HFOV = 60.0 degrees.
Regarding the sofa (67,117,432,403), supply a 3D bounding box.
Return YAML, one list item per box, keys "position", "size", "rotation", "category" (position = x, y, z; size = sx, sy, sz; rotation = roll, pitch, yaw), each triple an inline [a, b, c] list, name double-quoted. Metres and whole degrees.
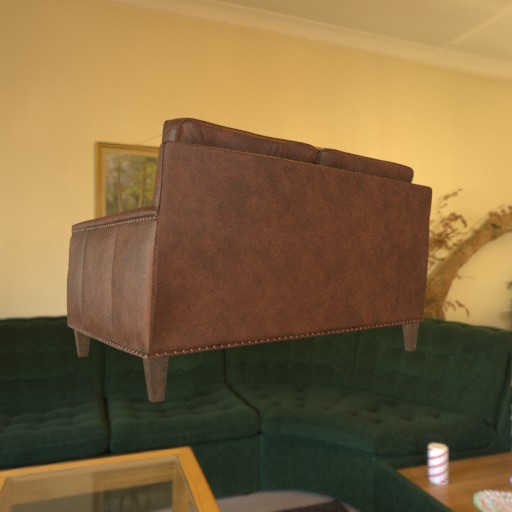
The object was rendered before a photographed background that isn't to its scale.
- position: [0.000, 0.000, 2.267]
  size: [1.628, 1.003, 1.083]
  rotation: [1, -1, -36]
  category: "sofa"
